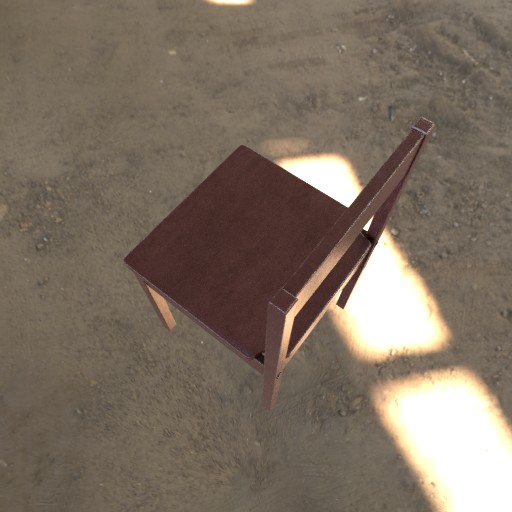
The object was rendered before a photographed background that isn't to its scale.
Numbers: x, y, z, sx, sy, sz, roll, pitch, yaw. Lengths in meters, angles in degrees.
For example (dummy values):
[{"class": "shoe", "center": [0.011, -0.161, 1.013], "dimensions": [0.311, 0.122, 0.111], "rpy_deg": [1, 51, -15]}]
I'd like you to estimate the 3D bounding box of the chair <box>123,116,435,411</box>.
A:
[{"class": "chair", "center": [0.000, 0.000, 0.894], "dimensions": [0.361, 0.668, 0.367], "rpy_deg": [34, 67, 17]}]
